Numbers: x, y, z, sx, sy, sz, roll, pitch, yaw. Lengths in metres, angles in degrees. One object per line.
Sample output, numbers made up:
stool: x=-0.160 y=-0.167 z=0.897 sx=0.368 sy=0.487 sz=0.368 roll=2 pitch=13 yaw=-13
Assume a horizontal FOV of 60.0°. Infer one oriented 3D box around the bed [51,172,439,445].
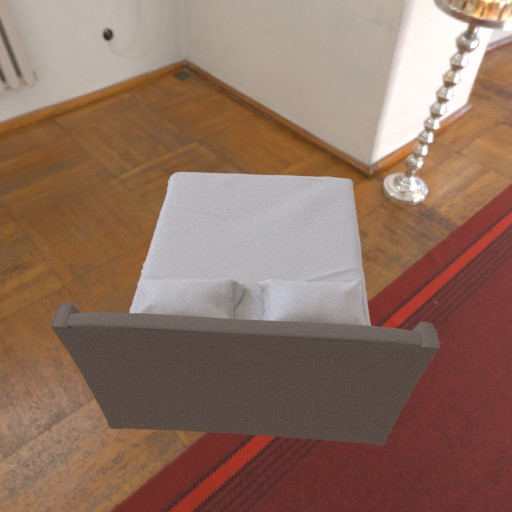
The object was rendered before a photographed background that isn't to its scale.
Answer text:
bed: x=0.000 y=0.000 z=3.372 sx=1.925 sy=1.332 sz=2.276 roll=3 pitch=47 yaw=3
